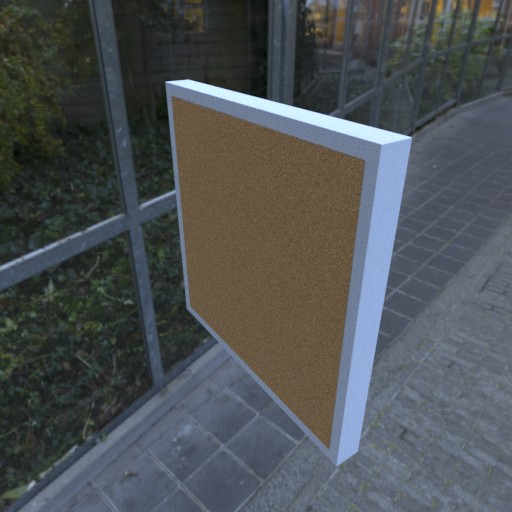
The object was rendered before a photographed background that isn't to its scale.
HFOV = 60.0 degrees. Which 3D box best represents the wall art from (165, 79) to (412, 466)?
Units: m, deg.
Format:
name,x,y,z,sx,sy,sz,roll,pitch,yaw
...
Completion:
name,x,y,z,sx,sy,sz,roll,pitch,yaw
wall art,0.000,0.000,0.609,0.038,0.406,0.406,-19,35,-30
